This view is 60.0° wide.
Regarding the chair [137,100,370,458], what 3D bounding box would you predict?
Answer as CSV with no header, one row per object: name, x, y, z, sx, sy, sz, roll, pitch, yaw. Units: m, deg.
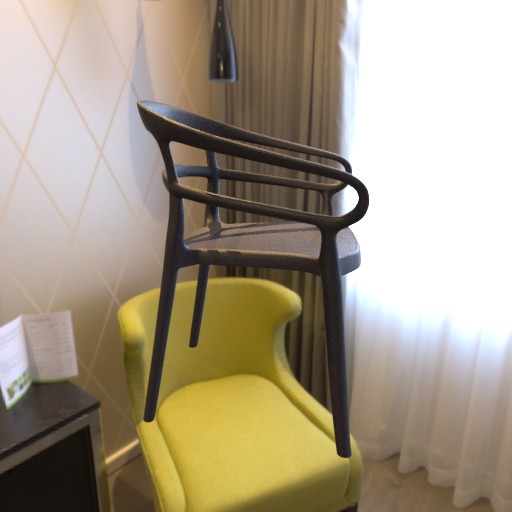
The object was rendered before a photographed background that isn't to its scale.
chair,0.000,0.000,1.146,0.527,0.761,0.559,2,16,8
